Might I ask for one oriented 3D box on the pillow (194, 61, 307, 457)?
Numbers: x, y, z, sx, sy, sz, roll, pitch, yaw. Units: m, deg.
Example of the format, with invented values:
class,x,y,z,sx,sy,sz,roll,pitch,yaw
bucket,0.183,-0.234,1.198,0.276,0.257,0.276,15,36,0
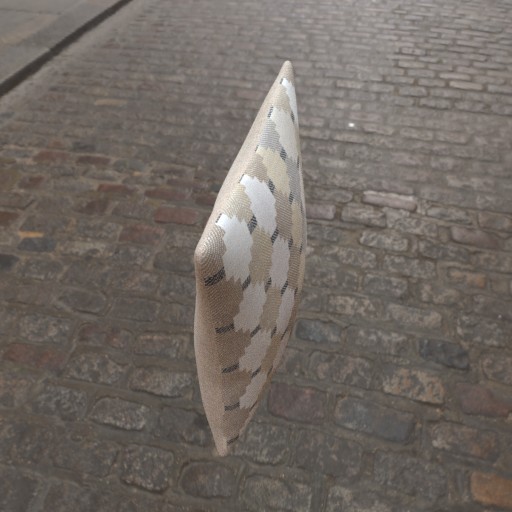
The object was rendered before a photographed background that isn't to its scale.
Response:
class,x,y,z,sx,sy,sz,roll,pitch,yaw
pillow,0.000,0.000,0.860,0.192,0.558,0.578,9,46,9
